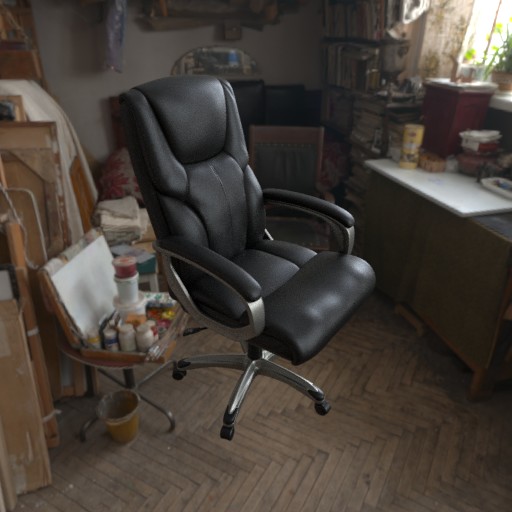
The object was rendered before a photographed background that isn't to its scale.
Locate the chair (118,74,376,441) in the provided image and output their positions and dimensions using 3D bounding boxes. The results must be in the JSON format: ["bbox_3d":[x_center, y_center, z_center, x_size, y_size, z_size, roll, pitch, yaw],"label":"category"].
[{"bbox_3d":[0.000,0.000,1.577,0.739,1.155,0.663,19,34,31],"label":"chair"}]
